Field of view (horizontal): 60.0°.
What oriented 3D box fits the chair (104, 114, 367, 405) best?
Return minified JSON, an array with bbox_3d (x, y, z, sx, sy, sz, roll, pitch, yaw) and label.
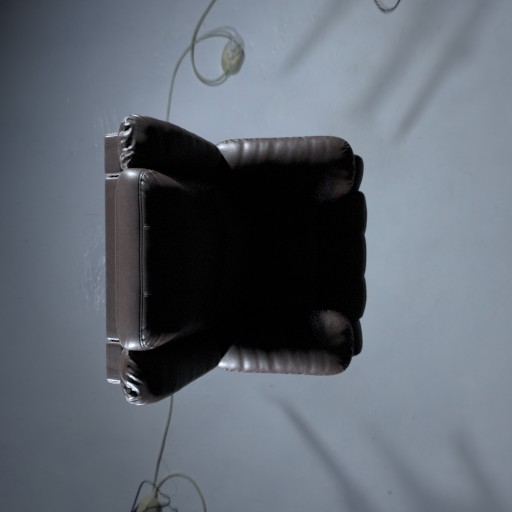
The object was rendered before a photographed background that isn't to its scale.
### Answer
[{"bbox_3d":[0.000,0.000,1.735,0.934,1.009,0.899,0,91,0],"label":"chair"}]
